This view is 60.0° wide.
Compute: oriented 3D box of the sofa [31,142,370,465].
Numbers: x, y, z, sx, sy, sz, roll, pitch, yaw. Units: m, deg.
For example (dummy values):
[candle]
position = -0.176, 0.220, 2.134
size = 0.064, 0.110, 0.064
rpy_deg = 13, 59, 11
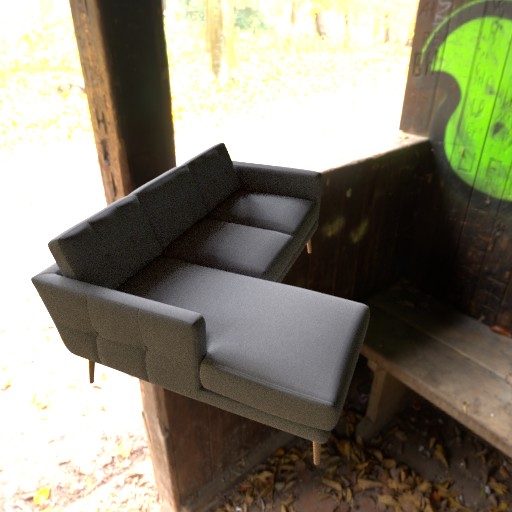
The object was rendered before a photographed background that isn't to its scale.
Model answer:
[sofa]
position = 0.000, 0.000, 2.769
size = 1.530, 0.860, 2.040
rpy_deg = 12, 32, 19
